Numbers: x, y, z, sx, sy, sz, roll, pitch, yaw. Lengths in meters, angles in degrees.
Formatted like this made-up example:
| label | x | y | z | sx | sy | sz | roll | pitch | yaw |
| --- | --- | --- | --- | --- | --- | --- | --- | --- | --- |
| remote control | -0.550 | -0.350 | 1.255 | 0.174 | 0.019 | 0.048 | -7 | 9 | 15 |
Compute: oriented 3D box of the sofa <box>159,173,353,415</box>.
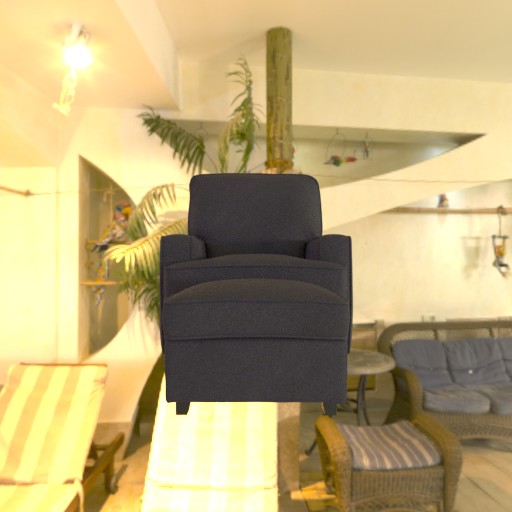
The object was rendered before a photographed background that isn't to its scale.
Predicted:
| label | x | y | z | sx | sy | sz | roll | pitch | yaw |
| --- | --- | --- | --- | --- | --- | --- | --- | --- | --- |
| sofa | 0.000 | 0.000 | 2.012 | 0.861 | 0.959 | 1.472 | 0 | 0 | 0 |
